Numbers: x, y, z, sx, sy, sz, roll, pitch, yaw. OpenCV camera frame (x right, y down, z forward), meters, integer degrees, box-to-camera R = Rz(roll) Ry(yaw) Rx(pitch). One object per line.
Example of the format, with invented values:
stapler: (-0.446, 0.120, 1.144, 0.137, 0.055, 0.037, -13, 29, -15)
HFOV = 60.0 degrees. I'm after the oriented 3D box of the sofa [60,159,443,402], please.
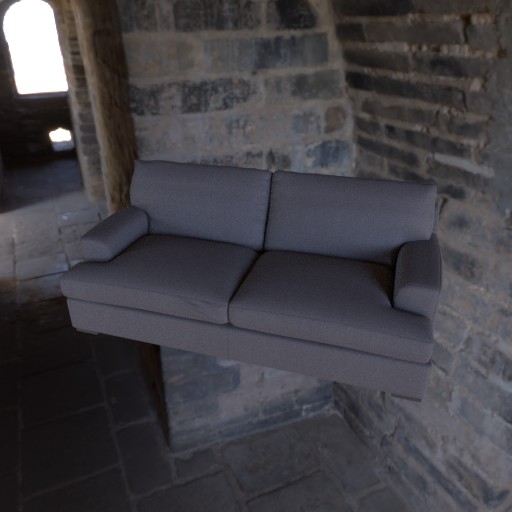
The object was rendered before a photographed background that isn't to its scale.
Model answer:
sofa: (0.000, 0.000, 2.897, 2.271, 0.950, 1.140, 8, 28, 15)
